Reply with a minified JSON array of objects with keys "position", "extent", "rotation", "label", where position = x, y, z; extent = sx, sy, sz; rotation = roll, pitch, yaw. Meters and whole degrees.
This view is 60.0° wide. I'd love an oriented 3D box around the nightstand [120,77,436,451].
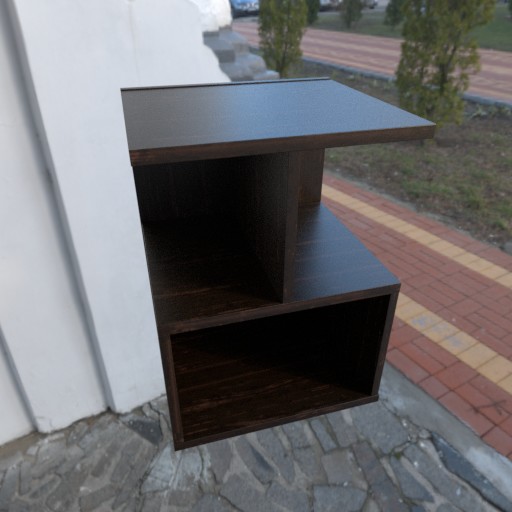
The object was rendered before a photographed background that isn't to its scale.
[{"position":[0.000,0.000,0.835],"extent":[0.400,0.559,0.356],"rotation":[-9,32,-14],"label":"nightstand"}]
